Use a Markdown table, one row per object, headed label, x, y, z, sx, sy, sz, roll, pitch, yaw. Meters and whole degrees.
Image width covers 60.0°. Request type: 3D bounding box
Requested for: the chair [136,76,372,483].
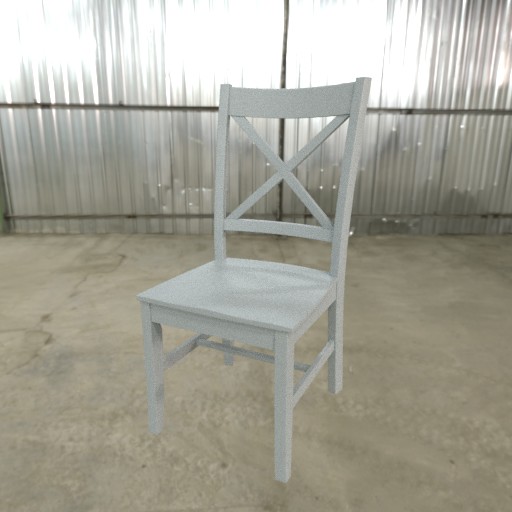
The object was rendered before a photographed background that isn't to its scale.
| label | x | y | z | sx | sy | sz | roll | pitch | yaw |
| --- | --- | --- | --- | --- | --- | --- | --- | --- | --- |
| chair | 0.000 | 0.000 | 1.279 | 0.485 | 0.983 | 0.542 | 8 | 18 | 26 |
